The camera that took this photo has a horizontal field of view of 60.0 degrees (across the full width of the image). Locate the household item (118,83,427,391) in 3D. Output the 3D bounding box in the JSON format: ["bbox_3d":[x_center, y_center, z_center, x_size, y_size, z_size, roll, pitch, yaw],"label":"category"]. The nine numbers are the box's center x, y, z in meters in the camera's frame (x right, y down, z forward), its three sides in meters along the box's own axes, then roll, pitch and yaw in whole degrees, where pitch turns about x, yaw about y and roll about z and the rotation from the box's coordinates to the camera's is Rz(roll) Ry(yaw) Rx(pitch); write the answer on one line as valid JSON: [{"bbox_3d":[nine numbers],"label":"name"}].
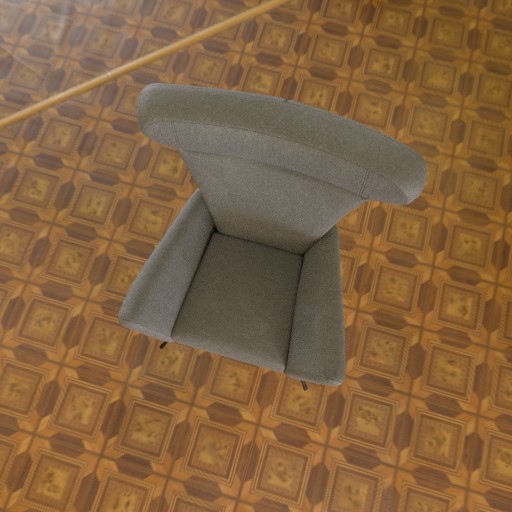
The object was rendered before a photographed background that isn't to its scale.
[{"bbox_3d":[0.000,0.000,1.812,0.980,1.050,0.900,15,74,4],"label":"household item"}]
